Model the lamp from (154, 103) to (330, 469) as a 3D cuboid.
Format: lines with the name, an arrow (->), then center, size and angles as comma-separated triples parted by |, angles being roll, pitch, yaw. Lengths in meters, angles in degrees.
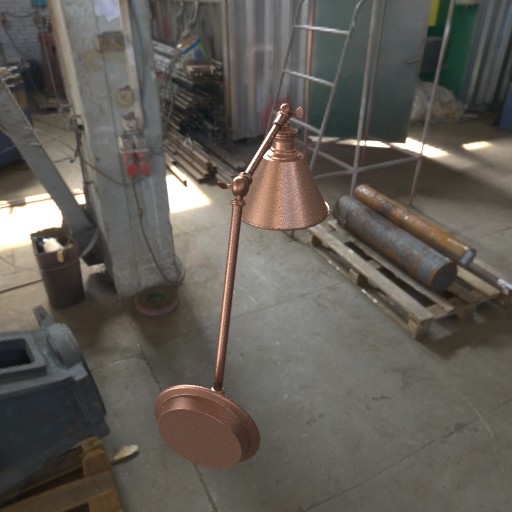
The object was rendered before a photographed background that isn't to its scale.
lamp -> 0.000, 0.000, 0.878 | 0.223, 0.502, 0.624 | 9, 32, 14
